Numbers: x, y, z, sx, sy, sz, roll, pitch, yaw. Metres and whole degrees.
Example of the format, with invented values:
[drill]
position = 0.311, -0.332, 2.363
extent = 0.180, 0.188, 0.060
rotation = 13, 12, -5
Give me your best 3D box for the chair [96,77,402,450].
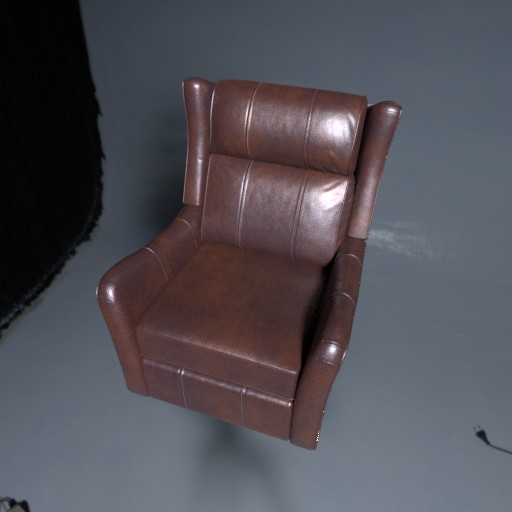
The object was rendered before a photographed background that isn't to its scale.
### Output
[chair]
position = 0.000, 0.000, 1.783
extent = 0.869, 1.084, 1.008
rotation = 13, 43, 14
